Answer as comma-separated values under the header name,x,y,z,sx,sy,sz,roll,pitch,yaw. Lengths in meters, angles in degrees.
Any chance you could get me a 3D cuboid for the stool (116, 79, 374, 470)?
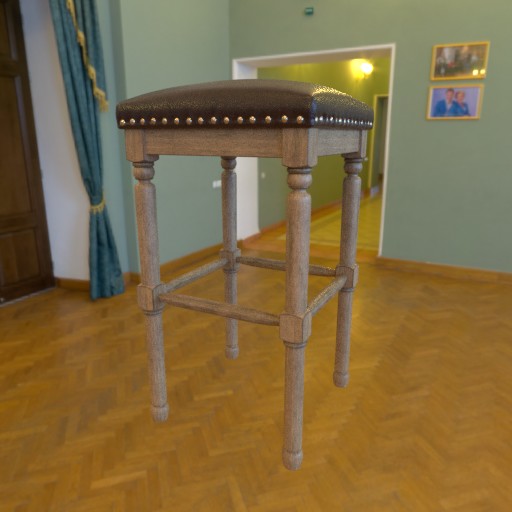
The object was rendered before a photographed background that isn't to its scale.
name,x,y,z,sx,sy,sz,roll,pitch,yaw
stool,0.000,0.000,0.951,0.383,0.702,0.382,8,17,26
